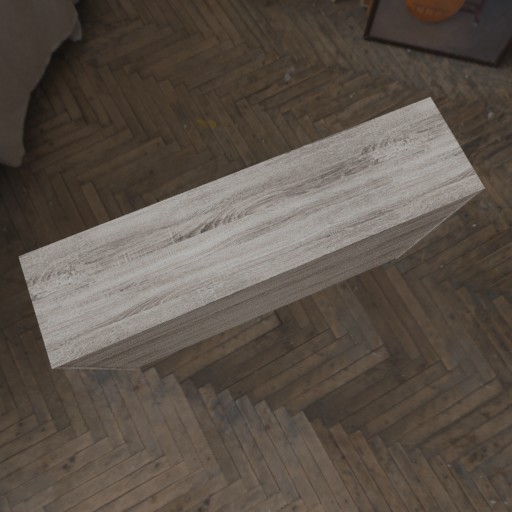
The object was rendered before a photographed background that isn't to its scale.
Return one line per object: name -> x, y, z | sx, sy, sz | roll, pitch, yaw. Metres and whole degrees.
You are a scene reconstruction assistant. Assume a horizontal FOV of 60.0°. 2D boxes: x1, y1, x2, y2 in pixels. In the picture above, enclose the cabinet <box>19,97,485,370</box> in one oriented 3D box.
cabinet -> 0.000, 0.000, 1.841 | 1.450, 0.900, 0.380 | -22, 76, -6
